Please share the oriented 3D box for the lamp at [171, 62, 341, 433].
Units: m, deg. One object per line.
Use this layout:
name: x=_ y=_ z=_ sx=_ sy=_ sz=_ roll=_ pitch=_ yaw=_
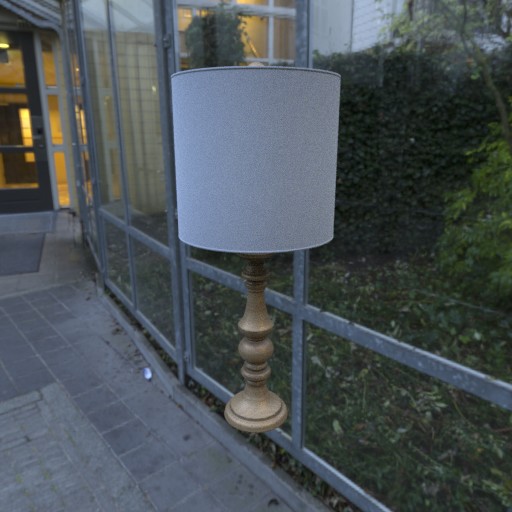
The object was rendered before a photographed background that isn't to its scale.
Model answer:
lamp: x=0.000 y=0.000 z=0.737 sx=0.250 sy=0.597 sz=0.250 roll=-8 pitch=17 yaw=-26
